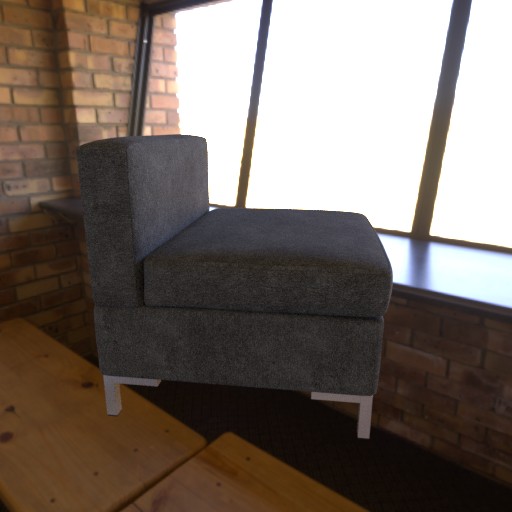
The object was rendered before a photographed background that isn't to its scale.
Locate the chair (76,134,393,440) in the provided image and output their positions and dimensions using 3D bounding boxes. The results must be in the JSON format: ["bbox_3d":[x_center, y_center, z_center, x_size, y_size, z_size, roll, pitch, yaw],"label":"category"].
[{"bbox_3d":[0.000,0.000,1.255,0.680,0.660,0.680,2,16,8],"label":"chair"}]
